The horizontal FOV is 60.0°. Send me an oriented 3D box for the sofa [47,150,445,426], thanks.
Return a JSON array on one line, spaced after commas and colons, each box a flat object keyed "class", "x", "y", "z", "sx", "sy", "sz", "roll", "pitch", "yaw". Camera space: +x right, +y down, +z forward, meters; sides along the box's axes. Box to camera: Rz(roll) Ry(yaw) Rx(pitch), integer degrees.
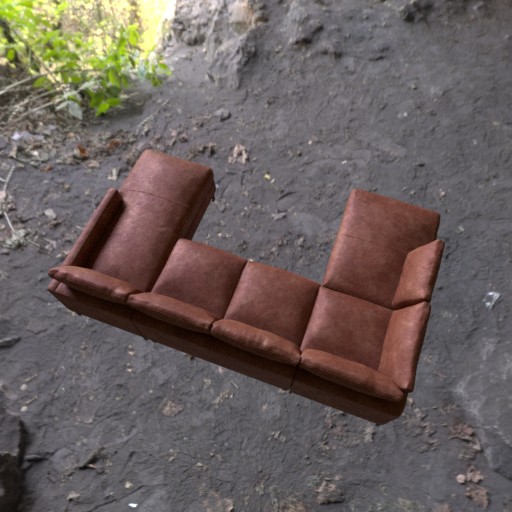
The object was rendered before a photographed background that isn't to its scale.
[{"class": "sofa", "x": 0.000, "y": 0.000, "z": 3.958, "sx": 2.956, "sy": 0.900, "sz": 1.939, "roll": 18, "pitch": 65, "yaw": 9}]
